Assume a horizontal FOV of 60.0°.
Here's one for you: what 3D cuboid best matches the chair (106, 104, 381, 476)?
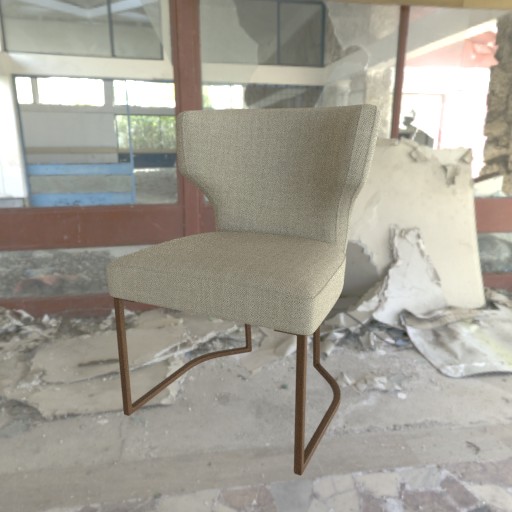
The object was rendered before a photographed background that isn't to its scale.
[{"bbox_3d":[0.000,0.000,1.251,0.611,0.824,0.617,7,16,25],"label":"chair"}]
